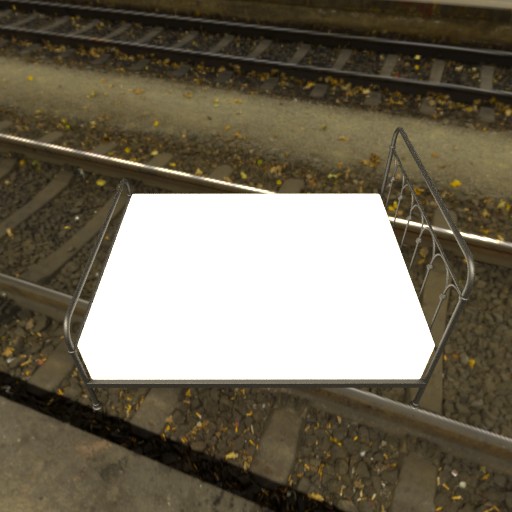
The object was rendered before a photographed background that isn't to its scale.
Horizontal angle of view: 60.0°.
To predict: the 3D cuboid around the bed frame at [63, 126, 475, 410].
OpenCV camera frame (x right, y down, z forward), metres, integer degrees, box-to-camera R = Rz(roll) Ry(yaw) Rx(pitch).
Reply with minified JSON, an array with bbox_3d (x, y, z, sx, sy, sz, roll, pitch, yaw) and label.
[{"bbox_3d":[0.000,0.000,3.153,2.203,1.276,1.664,0,42,0],"label":"bed frame"}]
